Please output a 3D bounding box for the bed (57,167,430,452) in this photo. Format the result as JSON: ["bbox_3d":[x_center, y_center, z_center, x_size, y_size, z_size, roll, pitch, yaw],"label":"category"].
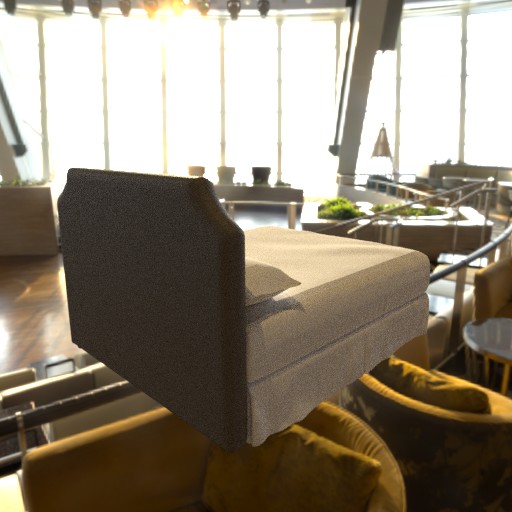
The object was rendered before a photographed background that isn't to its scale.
[{"bbox_3d":[0.000,0.000,3.882,2.194,1.561,2.536,14,19,43],"label":"bed"}]
